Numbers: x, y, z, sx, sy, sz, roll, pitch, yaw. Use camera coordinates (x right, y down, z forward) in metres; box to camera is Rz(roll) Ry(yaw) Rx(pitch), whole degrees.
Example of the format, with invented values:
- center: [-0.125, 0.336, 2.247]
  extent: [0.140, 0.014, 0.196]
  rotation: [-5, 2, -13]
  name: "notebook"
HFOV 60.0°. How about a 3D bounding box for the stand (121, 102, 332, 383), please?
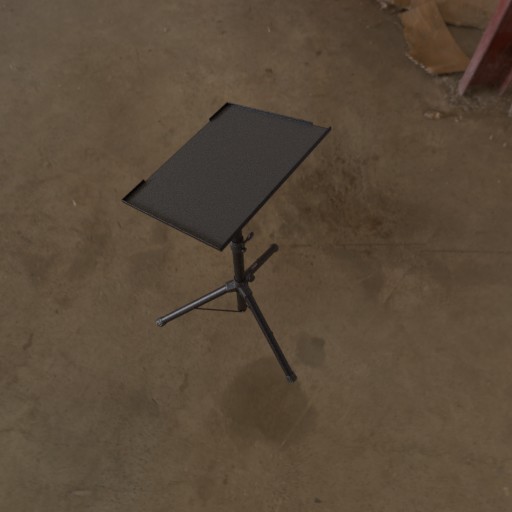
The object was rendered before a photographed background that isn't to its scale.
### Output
- center: [0.000, 0.000, 1.658]
  extent: [0.702, 1.198, 0.702]
  rotation: [34, 68, 16]
  name: "stand"
